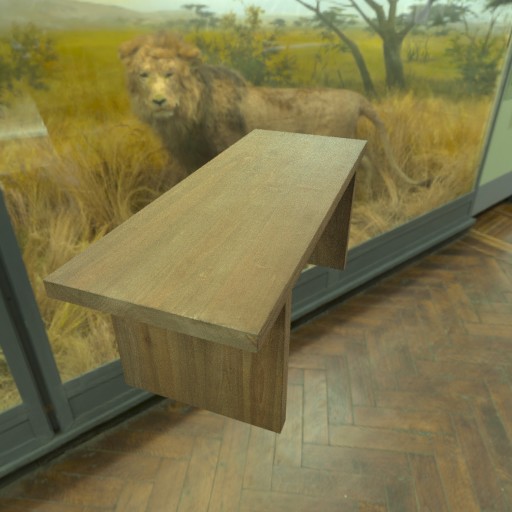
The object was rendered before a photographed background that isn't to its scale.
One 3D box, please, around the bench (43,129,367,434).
[{"bbox_3d":[0.000,0.000,1.403,0.458,0.458,1.183,11,33,18],"label":"bench"}]
